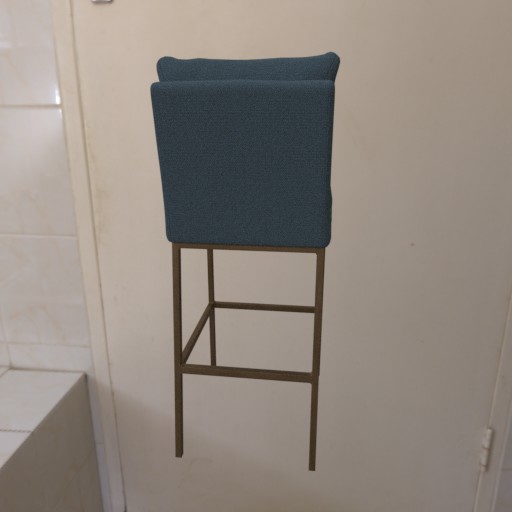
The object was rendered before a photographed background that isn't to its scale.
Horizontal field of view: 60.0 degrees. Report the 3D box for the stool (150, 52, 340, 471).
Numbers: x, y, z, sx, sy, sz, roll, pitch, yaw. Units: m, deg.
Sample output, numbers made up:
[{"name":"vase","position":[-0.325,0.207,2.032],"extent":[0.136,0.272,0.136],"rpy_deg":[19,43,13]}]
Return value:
[{"name":"stool","position":[0.000,0.000,1.401],"extent":[0.463,1.124,0.568],"rpy_deg":[2,17,7]}]
